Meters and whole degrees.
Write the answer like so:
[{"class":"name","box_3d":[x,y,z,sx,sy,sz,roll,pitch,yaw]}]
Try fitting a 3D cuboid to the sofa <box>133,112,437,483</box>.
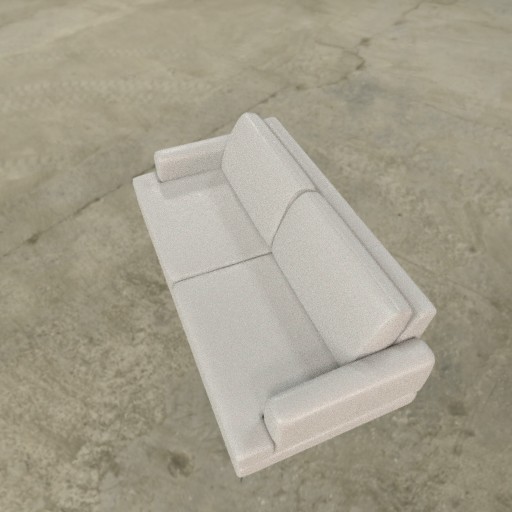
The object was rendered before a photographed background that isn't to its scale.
[{"class":"sofa","box_3d":[0.000,0.000,2.426,0.974,0.765,1.940,-17,50,-15]}]
